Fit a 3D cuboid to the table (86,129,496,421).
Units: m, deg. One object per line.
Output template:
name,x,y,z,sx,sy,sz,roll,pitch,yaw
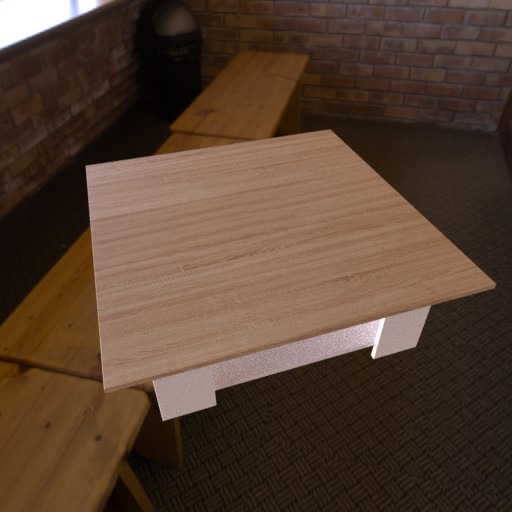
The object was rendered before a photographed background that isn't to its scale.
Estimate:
table,0.000,0.000,1.350,0.890,0.305,0.890,-12,42,-14
